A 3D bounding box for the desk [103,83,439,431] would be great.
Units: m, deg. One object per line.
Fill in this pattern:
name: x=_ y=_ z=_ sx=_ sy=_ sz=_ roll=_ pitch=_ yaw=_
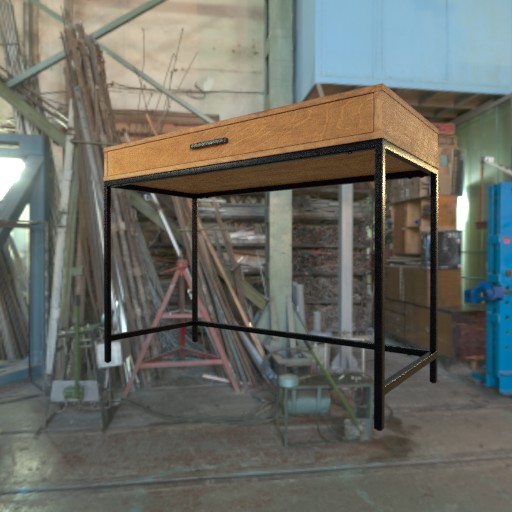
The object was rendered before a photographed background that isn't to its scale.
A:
desk: x=0.000 y=0.000 z=1.448 sx=1.016 sy=0.762 sz=0.470 roll=0 pitch=1 yaw=37
